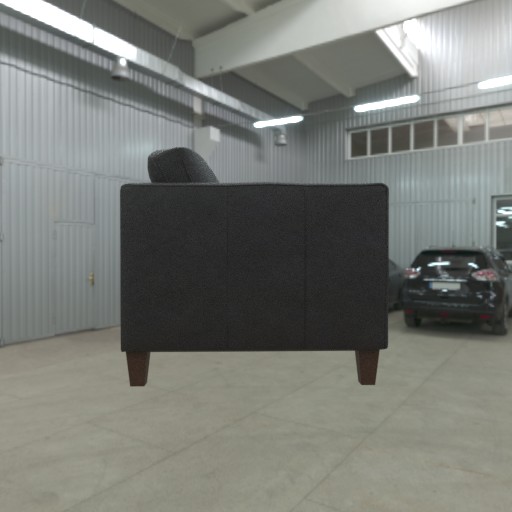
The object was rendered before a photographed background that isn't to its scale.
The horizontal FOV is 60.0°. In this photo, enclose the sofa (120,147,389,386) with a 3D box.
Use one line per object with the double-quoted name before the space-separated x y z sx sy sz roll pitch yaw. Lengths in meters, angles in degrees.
"sofa" 0.000 0.000 2.420 0.933 0.863 1.971 0 1 -1
